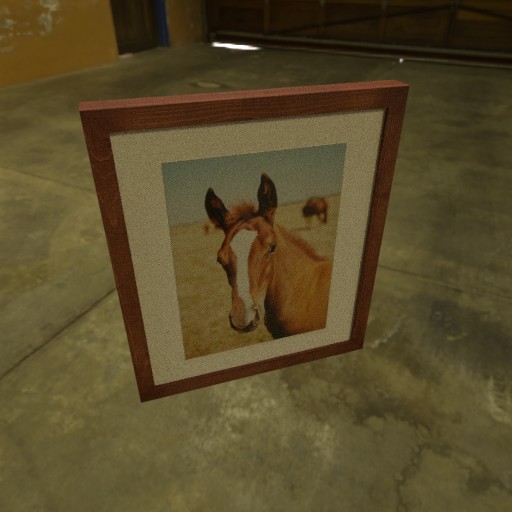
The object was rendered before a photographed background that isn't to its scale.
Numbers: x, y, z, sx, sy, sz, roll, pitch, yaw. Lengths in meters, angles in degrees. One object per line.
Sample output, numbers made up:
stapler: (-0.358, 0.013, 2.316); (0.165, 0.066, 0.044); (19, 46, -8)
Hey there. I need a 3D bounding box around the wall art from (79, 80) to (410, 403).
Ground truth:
wall art: (0.000, 0.000, 0.540); (0.330, 0.381, 0.030); (-10, 34, -15)
